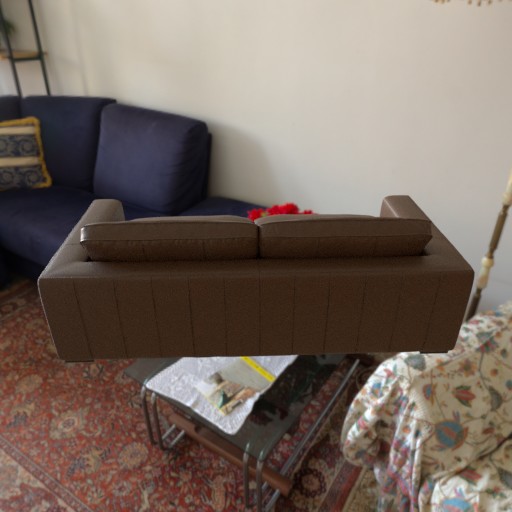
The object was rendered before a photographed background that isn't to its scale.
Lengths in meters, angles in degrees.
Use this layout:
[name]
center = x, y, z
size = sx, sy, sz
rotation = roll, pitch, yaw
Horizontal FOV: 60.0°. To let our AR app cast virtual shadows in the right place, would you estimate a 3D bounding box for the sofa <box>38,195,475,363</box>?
[sofa]
center = 0.000, 0.000, 2.786
size = 2.262, 0.801, 1.070
rotation = -1, 30, -2
